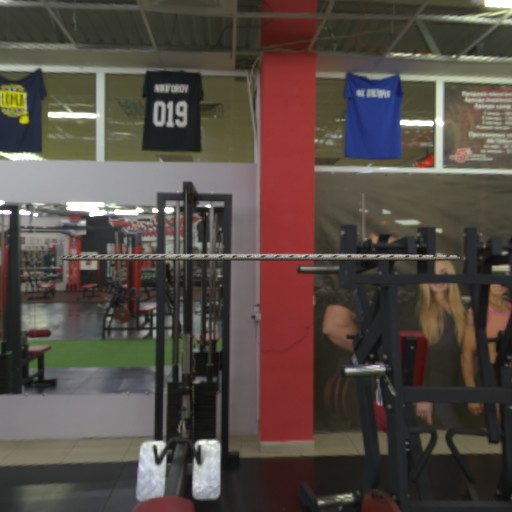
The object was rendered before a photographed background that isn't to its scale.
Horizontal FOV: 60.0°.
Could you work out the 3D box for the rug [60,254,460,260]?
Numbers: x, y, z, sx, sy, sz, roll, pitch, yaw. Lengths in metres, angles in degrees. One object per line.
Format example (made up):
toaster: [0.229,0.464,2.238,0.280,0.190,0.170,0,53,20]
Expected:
rug: [0.000,0.000,2.275,1.237,0.019,1.842,0,0,-1]
